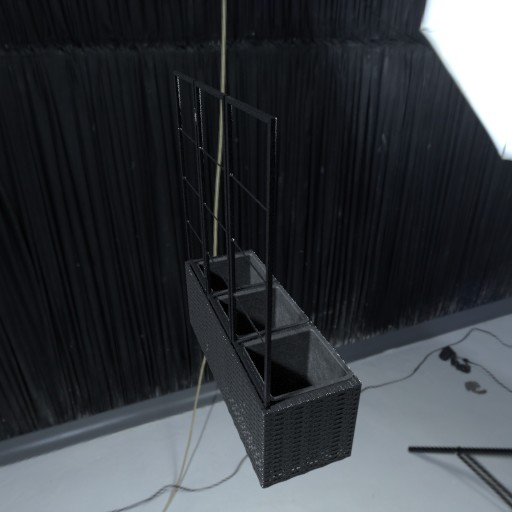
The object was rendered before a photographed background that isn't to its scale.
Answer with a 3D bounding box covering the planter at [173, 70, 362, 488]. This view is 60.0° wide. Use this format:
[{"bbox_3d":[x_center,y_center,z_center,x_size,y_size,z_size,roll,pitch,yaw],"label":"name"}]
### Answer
[{"bbox_3d":[0.000,0.000,1.156,0.244,0.841,0.698,-11,30,-19],"label":"planter"}]
